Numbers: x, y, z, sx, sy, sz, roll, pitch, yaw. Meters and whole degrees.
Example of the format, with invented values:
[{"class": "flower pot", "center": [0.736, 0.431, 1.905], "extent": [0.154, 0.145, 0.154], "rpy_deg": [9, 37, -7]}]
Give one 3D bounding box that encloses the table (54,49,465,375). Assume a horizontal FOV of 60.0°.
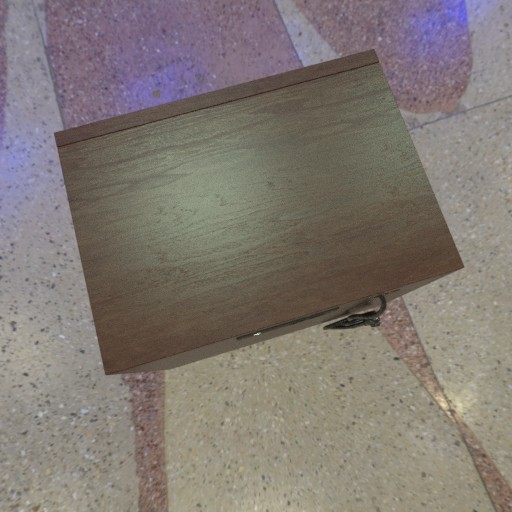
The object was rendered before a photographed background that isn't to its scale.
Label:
[{"class": "table", "center": [0.000, 0.000, 0.990], "extent": [0.557, 0.609, 0.449], "rpy_deg": [-16, 77, -4]}]
